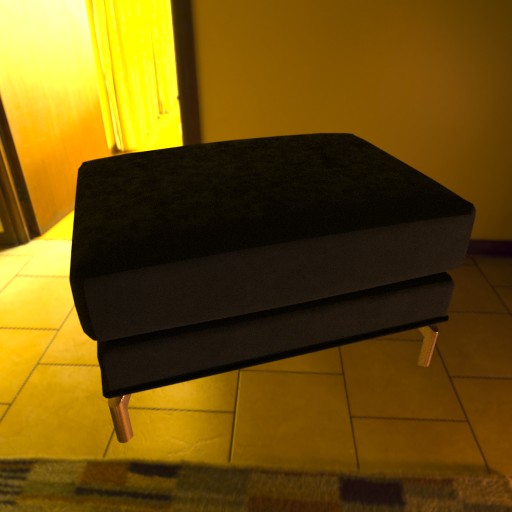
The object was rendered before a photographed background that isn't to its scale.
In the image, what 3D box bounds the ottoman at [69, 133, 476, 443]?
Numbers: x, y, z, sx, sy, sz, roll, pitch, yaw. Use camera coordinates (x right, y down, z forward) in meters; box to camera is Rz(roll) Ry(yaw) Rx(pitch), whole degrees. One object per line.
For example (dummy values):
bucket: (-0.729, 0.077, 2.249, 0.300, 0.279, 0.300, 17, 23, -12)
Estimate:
ottoman: (0.000, 0.000, 1.169, 0.835, 0.498, 0.587, -9, 33, -15)
